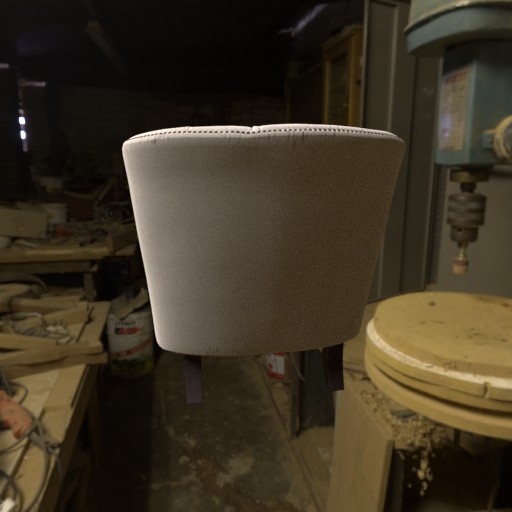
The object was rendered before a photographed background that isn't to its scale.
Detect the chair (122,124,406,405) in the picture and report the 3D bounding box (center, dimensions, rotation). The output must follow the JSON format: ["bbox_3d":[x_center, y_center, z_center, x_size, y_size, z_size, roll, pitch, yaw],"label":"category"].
[{"bbox_3d":[0.000,0.000,1.611,0.848,0.868,0.906,-2,13,-10],"label":"chair"}]
